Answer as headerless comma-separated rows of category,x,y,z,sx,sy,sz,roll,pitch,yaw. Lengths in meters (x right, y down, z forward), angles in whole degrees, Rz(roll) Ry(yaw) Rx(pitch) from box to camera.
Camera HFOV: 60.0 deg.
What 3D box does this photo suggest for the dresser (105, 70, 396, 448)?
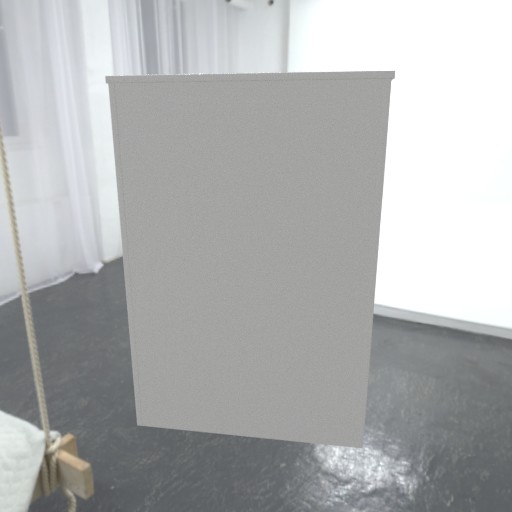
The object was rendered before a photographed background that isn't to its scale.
dresser,0.000,0.000,1.389,0.704,1.021,0.401,2,16,8
